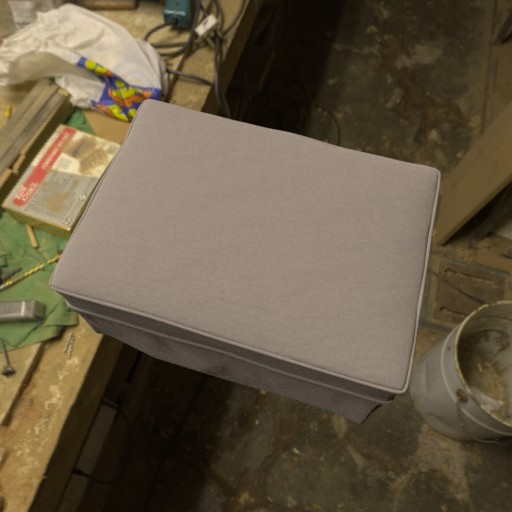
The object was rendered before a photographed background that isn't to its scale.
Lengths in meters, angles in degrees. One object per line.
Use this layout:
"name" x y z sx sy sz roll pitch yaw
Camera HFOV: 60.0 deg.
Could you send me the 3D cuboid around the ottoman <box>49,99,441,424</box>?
"ottoman" 0.000 0.000 1.338 0.944 0.479 0.703 15 66 7
